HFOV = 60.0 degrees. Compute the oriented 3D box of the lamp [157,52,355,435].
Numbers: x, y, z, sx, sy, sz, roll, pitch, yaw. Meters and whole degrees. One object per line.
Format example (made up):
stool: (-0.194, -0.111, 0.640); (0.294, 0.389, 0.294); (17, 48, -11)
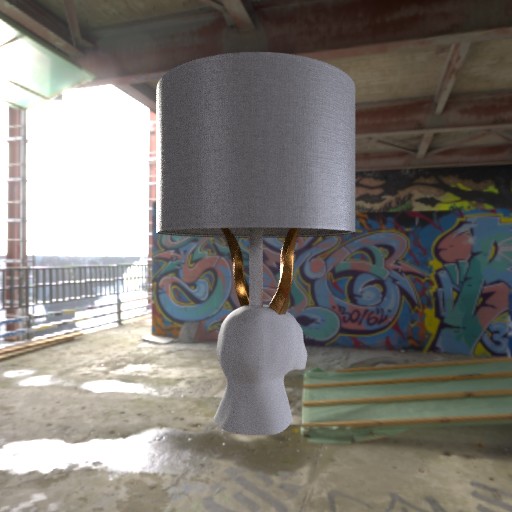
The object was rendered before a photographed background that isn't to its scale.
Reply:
lamp: (0.000, 0.000, 0.683); (0.298, 0.503, 0.298); (0, 0, 36)
